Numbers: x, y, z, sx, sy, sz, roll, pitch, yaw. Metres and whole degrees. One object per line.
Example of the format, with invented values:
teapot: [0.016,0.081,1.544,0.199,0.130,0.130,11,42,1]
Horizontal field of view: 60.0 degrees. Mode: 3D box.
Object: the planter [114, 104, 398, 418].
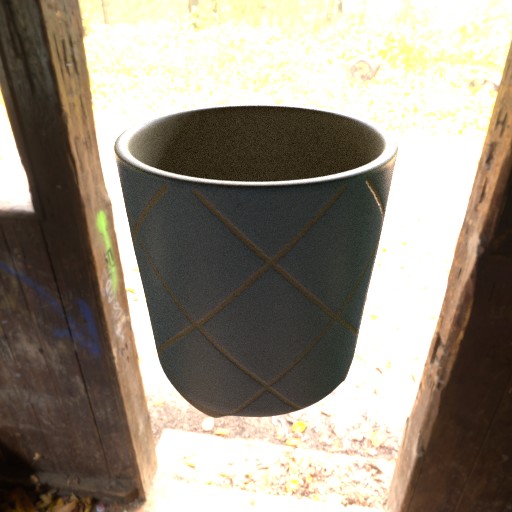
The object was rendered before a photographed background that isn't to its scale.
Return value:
planter: [0.000,0.000,0.426,0.227,0.235,0.227,0,31,0]
